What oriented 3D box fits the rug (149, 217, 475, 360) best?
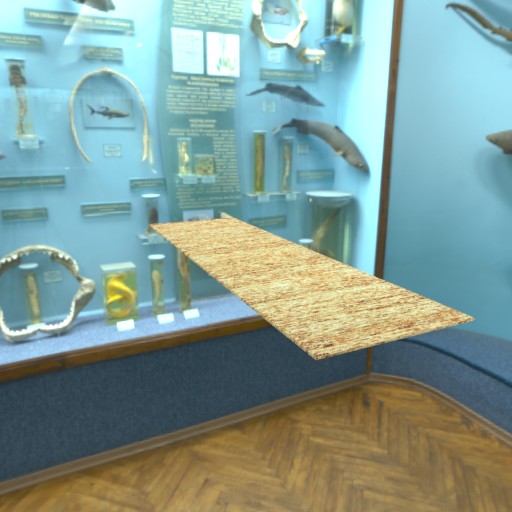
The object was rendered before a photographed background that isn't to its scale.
[{"bbox_3d":[0.000,0.000,2.426,0.680,0.014,2.237,-7,17,-25],"label":"rug"}]
